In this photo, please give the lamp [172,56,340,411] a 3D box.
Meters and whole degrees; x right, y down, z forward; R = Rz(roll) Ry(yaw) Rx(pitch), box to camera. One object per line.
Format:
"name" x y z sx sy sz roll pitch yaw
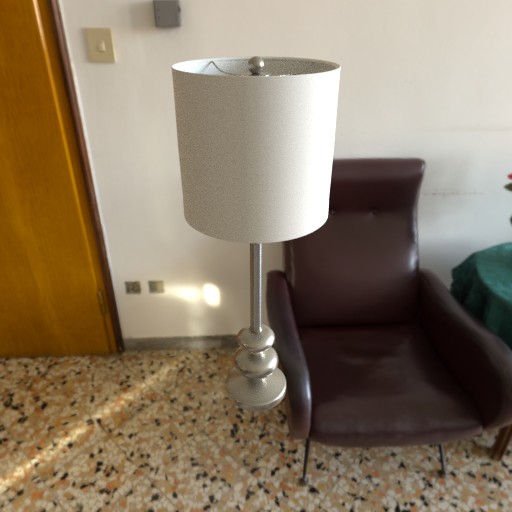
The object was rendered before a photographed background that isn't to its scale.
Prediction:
"lamp" 0.000 0.000 0.836 0.254 0.690 0.254 -21 36 -33
